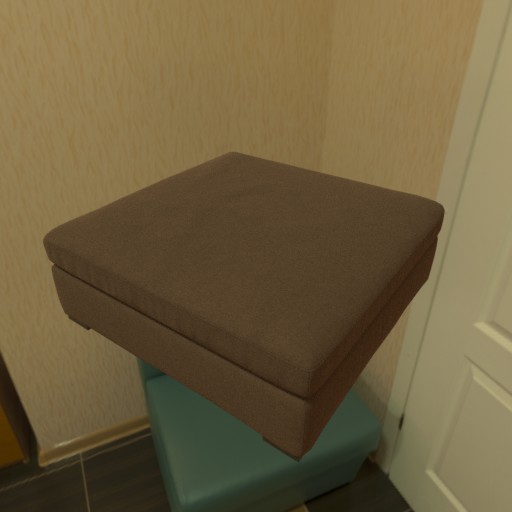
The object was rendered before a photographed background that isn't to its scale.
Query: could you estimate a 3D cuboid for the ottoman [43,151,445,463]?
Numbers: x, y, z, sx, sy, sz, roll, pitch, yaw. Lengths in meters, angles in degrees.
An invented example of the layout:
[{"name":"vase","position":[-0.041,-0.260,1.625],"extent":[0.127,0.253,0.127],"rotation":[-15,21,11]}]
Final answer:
[{"name":"ottoman","position":[0.000,0.000,1.848],"extent":[1.181,0.470,1.181],"rotation":[21,37,30]}]
